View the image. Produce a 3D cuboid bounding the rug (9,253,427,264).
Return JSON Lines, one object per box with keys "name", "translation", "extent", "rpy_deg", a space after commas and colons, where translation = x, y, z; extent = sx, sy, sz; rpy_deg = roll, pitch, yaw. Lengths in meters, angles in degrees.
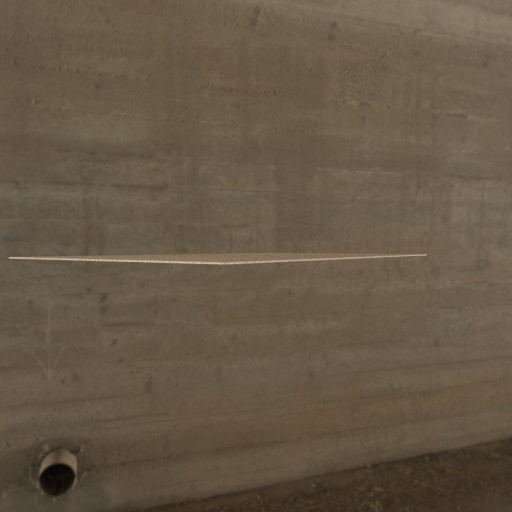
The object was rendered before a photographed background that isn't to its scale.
{"name": "rug", "translation": [0.000, 0.000, 2.925], "extent": [1.524, 0.008, 2.440], "rpy_deg": [1, 1, 36]}
